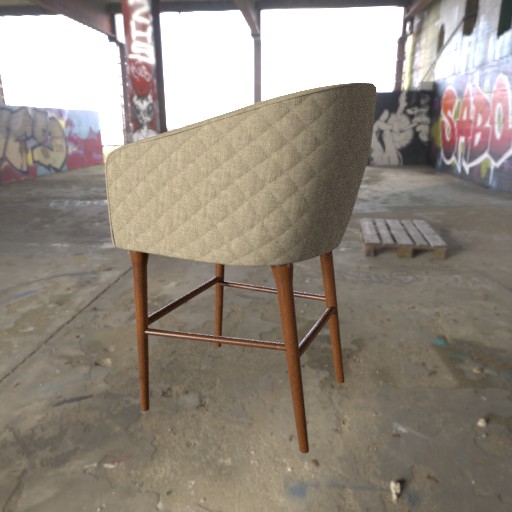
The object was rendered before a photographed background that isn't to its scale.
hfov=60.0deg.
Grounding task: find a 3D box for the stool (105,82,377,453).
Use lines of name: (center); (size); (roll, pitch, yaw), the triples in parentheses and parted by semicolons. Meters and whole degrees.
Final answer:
stool: (0.000, 0.000, 1.335); (0.635, 0.952, 0.559); (8, 19, 24)
